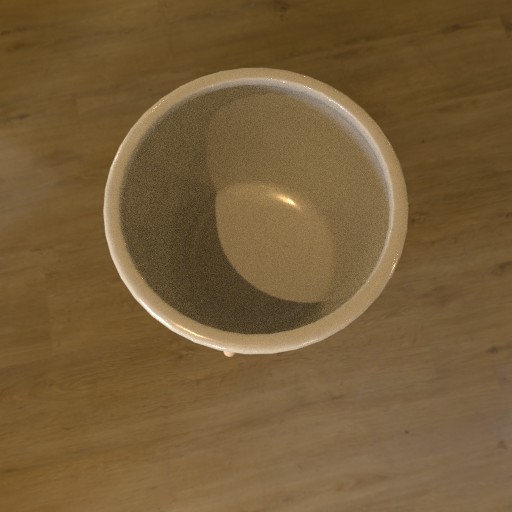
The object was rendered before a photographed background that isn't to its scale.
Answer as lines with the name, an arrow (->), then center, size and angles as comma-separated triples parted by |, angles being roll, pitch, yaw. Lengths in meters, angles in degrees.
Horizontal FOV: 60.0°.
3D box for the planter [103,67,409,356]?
planter -> 0.000, 0.000, 0.577 | 0.265, 0.404, 0.265 | 4, 75, 1
